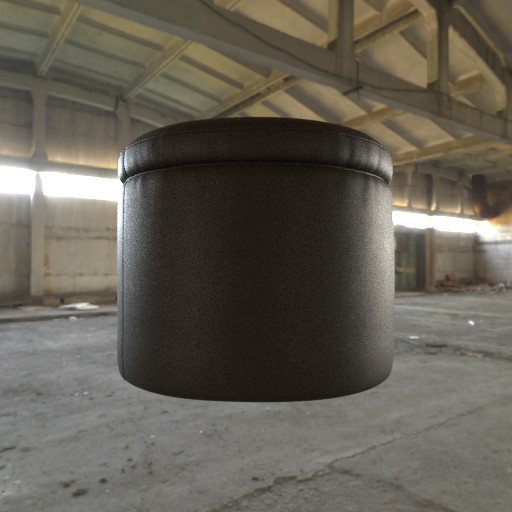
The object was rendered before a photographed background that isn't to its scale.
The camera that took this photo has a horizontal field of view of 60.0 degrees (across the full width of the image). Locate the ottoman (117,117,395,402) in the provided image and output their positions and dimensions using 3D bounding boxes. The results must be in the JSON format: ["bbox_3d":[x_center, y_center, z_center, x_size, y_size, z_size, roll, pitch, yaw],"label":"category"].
[{"bbox_3d":[0.000,0.000,0.836,0.500,0.409,0.500,0,-2,0],"label":"ottoman"}]
